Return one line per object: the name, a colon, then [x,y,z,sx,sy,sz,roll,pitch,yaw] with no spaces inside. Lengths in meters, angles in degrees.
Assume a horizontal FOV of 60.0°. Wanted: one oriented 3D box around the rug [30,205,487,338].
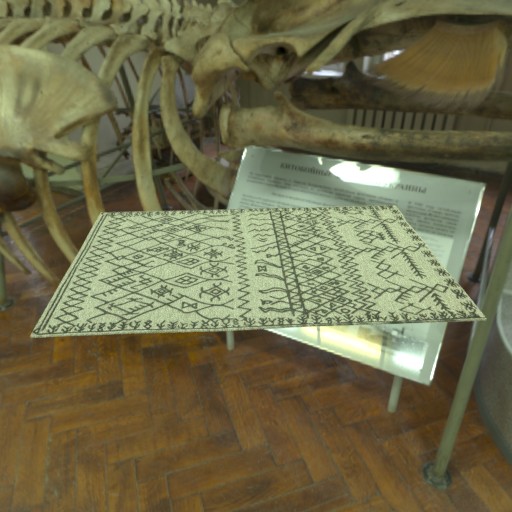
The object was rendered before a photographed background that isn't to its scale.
rug: [0.000,0.000,4.721,3.824,0.019,2.393,-2,31,-3]
